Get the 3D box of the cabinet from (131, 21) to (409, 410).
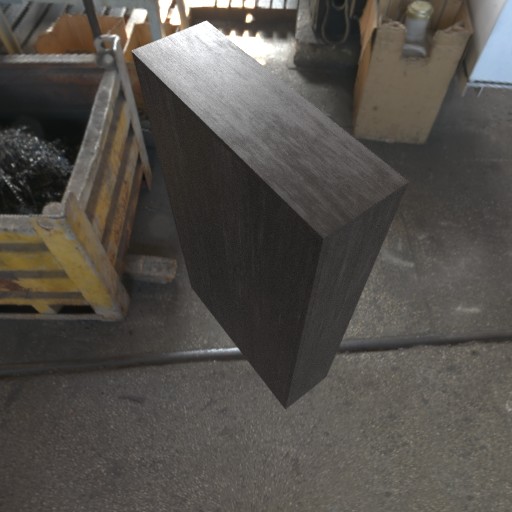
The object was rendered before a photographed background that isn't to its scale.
[{"bbox_3d":[0.000,0.000,1.572,0.250,1.280,0.750,-32,63,-19],"label":"cabinet"}]
